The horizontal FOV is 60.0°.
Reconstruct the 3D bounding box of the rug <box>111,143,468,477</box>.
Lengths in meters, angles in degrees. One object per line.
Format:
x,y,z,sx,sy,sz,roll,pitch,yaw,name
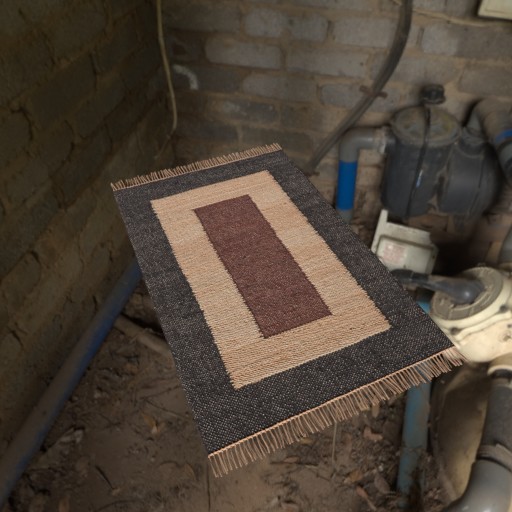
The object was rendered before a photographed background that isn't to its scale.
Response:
0.000,0.000,2.470,1.224,0.027,2.021,-18,48,-16,rug
